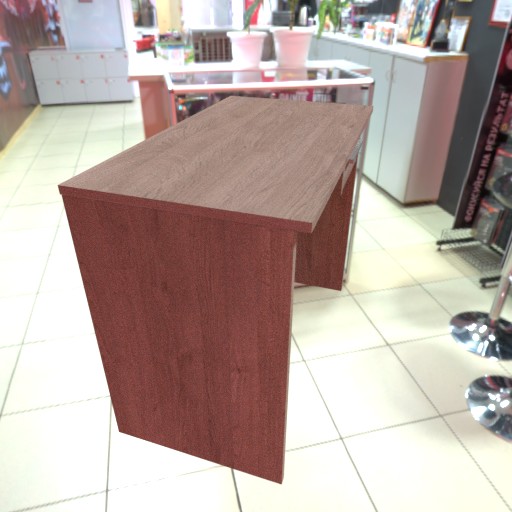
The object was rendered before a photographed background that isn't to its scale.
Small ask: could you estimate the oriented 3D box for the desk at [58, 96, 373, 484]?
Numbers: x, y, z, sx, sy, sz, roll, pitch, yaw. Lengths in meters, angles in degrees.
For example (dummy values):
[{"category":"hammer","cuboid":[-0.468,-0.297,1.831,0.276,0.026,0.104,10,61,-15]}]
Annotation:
[{"category":"desk","cuboid":[0.000,0.000,1.327,0.498,0.724,0.893,10,32,16]}]
